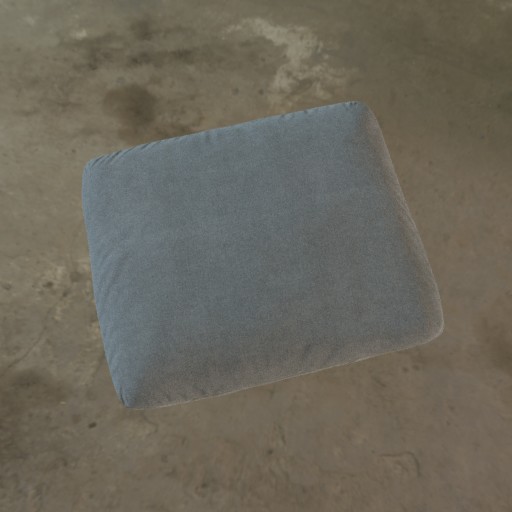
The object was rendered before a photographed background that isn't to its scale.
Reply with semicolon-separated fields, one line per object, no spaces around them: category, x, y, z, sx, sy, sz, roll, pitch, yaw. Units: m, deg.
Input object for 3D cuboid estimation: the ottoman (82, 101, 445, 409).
ottoman;0.000;0.000;1.249;0.837;0.481;0.683;-13;76;-3
